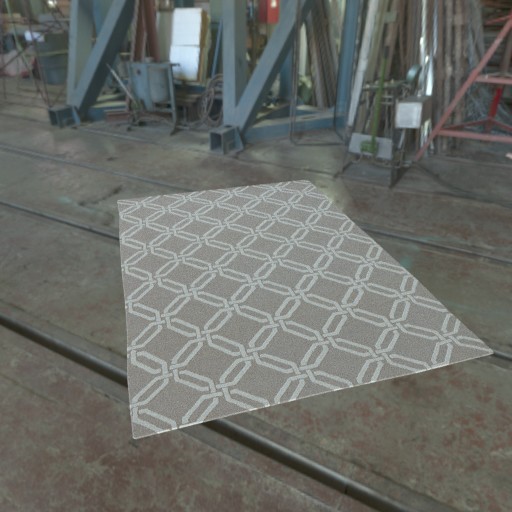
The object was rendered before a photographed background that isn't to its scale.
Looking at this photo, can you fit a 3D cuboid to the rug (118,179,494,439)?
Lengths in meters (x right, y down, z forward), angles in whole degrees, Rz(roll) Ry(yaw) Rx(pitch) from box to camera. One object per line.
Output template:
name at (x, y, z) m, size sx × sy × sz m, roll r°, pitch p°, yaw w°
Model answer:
rug at (0.000, 0.000, 2.589) m, size 1.524 × 0.013 × 2.135 m, roll -9°, pitch 32°, yaw -14°
